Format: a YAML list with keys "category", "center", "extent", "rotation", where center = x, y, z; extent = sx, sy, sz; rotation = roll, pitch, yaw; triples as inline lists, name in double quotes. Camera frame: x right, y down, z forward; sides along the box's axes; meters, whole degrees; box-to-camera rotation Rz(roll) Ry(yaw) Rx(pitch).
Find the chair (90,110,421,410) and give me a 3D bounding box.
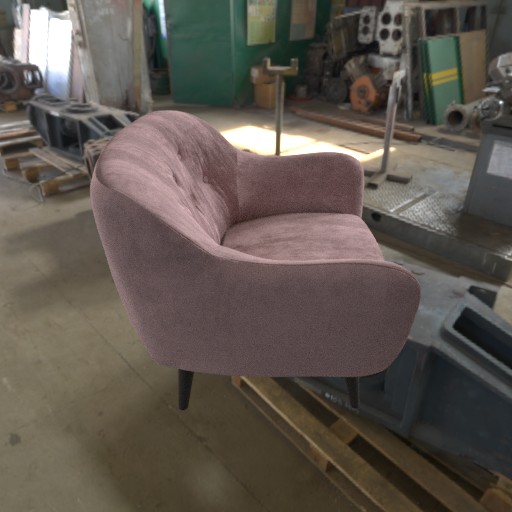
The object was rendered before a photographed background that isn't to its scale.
- category: "chair"
  center: [0.000, 0.000, 1.453]
  extent: [0.820, 0.820, 0.840]
  rotation: [1, 32, 2]
